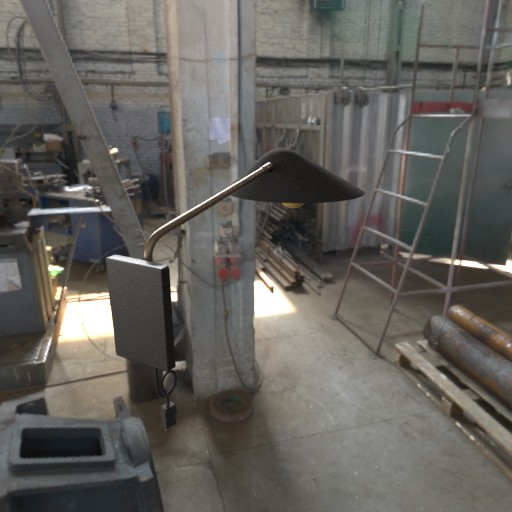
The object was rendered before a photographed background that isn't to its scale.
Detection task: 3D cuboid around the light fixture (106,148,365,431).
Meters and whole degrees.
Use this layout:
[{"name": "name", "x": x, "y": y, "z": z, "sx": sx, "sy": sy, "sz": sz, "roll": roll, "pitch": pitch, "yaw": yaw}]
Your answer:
[{"name": "light fixture", "x": 0.000, "y": 0.000, "z": 0.679, "sx": 0.240, "sy": 0.312, "sz": 0.516, "roll": 9, "pitch": 20, "yaw": 27}]
